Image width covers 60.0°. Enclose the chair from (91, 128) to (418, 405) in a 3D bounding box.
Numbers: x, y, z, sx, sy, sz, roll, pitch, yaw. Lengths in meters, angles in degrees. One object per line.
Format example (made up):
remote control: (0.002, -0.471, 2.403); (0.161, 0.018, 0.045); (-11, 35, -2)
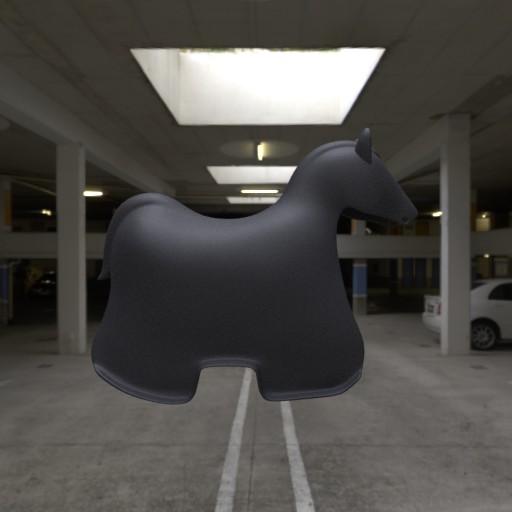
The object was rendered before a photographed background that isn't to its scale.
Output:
chair: (0.000, 0.000, 1.115); (0.800, 0.612, 0.429); (0, 0, 1)
